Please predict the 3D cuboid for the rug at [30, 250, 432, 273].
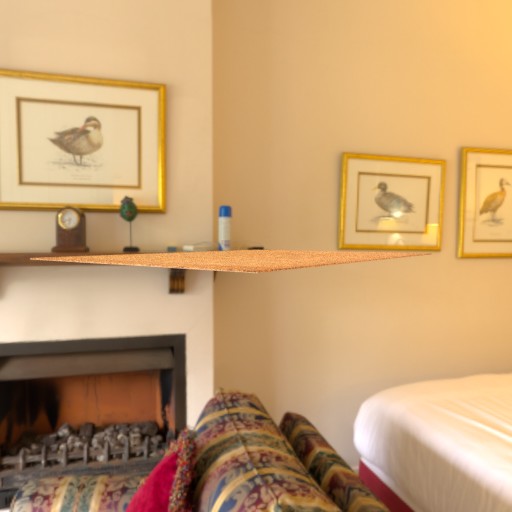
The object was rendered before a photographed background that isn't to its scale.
[{"bbox_3d":[0.000,0.000,4.335,2.438,0.012,3.200,2,3,37],"label":"rug"}]
